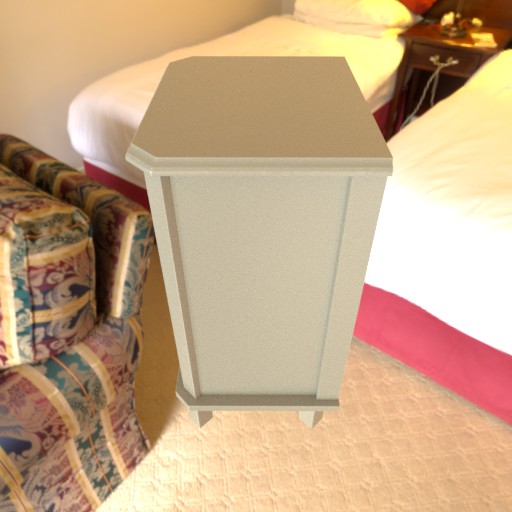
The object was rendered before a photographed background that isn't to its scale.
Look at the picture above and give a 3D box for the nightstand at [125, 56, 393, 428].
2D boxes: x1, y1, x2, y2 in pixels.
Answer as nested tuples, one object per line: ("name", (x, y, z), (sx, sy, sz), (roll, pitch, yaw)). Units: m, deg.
("nightstand", (0.000, 0.000, 0.935), (0.348, 0.680, 0.435), (0, 41, 0))
